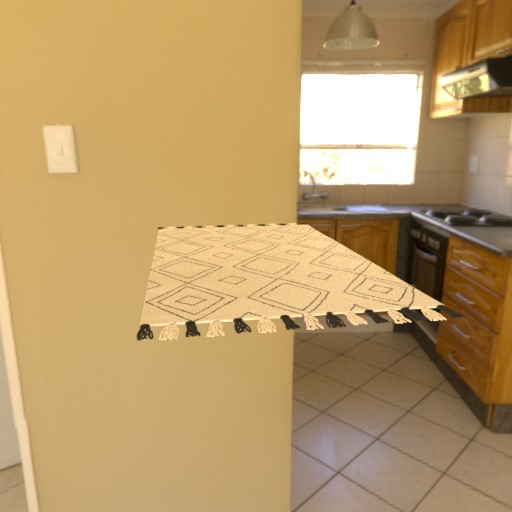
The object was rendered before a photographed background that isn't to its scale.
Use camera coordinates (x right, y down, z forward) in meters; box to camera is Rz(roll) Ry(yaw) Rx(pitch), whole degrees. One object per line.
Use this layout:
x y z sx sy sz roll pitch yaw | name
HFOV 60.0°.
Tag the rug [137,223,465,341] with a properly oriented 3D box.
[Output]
0.000 0.000 3.251 1.524 0.021 2.755 -2 14 -10 | rug
